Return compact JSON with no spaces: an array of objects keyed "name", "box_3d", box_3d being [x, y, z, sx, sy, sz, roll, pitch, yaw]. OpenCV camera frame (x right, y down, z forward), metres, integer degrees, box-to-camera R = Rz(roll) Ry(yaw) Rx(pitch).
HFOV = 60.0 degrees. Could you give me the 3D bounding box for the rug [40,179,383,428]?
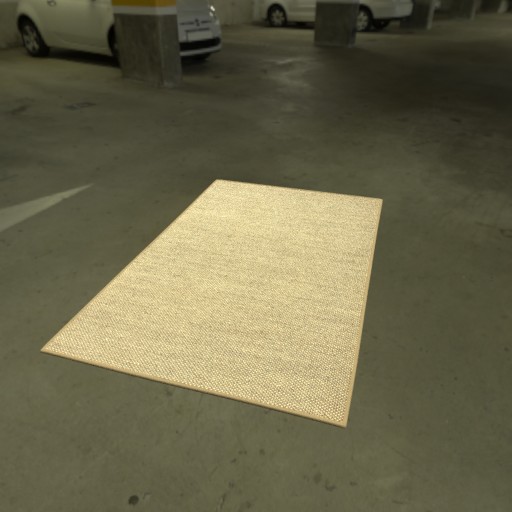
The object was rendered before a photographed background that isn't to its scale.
[{"name":"rug","box_3d":[0.000,0.000,2.082,1.062,0.013,1.667,9,33,15]}]
